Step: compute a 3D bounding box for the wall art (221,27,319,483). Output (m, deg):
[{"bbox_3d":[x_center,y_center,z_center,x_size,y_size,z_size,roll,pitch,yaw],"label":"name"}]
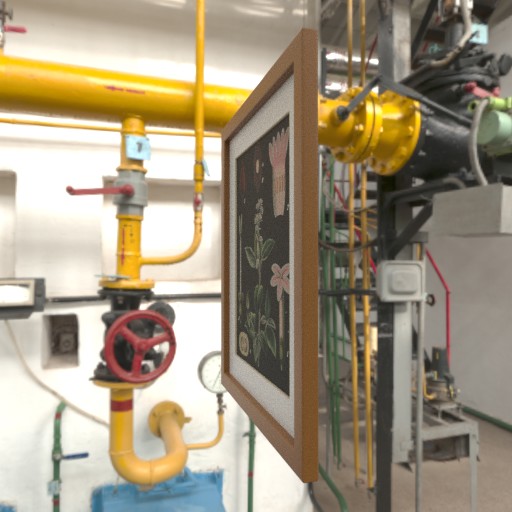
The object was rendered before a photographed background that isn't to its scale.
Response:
[{"bbox_3d":[0.000,0.000,0.750,0.021,0.550,0.449,0,-1,-17],"label":"wall art"}]
